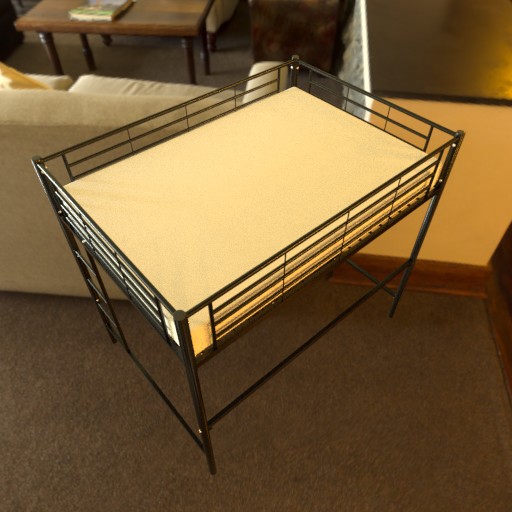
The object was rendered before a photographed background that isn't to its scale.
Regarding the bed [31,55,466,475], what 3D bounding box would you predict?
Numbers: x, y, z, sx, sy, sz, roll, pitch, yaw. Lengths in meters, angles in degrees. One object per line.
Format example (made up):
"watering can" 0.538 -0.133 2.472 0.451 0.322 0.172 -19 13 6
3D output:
"bed" 0.000 0.000 3.104 1.994 1.803 1.397 -32 55 -27
